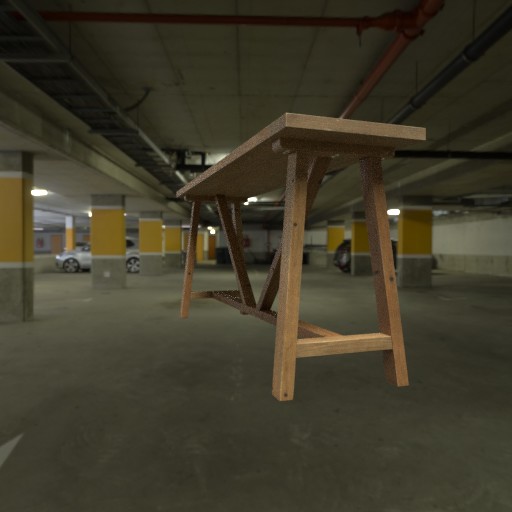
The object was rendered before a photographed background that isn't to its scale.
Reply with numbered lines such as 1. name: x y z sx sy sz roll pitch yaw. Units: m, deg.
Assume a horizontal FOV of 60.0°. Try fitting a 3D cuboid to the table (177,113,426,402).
1. table: 0.000 0.000 2.134 0.465 0.810 1.800 0 1 -19
